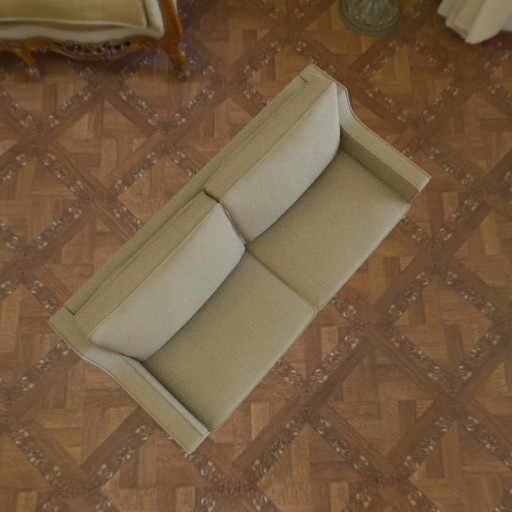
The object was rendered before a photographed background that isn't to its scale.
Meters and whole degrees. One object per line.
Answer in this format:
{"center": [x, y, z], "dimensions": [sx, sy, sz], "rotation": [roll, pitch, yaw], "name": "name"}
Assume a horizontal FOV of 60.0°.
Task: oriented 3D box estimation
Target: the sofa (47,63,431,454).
{"center": [0.000, 0.000, 2.818], "dimensions": [1.066, 1.071, 2.178], "rotation": [41, 79, 10], "name": "sofa"}
